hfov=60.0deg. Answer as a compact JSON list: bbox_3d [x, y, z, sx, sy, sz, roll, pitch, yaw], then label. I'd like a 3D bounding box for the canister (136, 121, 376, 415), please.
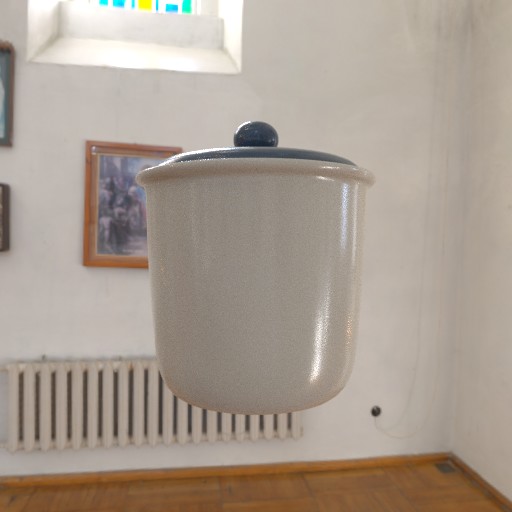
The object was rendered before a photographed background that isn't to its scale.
[{"bbox_3d":[0.000,0.000,0.348,0.182,0.208,0.182,0,1,0],"label":"canister"}]
